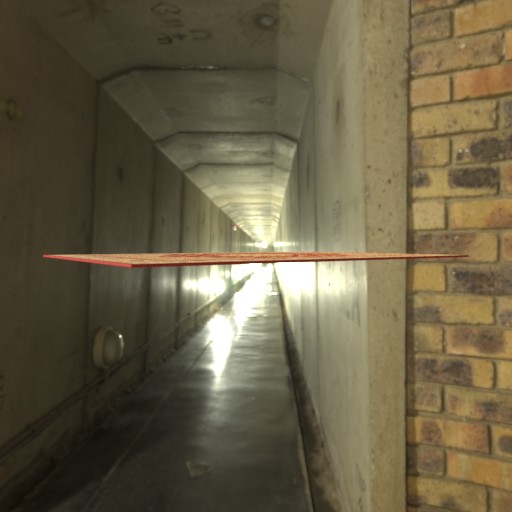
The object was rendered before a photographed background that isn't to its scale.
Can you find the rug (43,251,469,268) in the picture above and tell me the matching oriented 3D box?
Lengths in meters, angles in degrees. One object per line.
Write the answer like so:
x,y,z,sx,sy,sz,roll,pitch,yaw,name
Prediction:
0.000,0.000,2.835,2.211,0.013,1.593,-1,2,-36,rug
